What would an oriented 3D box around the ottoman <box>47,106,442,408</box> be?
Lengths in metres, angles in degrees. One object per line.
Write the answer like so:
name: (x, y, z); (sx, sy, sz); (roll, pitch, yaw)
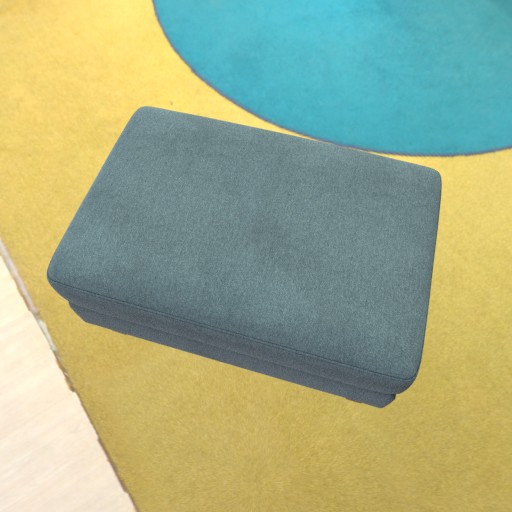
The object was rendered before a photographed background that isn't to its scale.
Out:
ottoman: (0.000, 0.000, 1.218); (0.864, 0.483, 0.584); (14, 63, 7)
